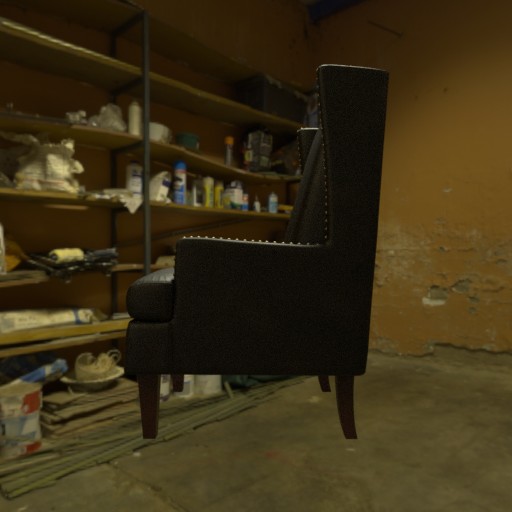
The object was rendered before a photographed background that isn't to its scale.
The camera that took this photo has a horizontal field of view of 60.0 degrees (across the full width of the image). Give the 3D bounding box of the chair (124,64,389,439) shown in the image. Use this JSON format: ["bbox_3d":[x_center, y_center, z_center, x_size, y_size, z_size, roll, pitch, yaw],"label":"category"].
[{"bbox_3d":[0.000,0.000,1.645,0.799,1.142,0.703,0,-1,0],"label":"chair"}]
